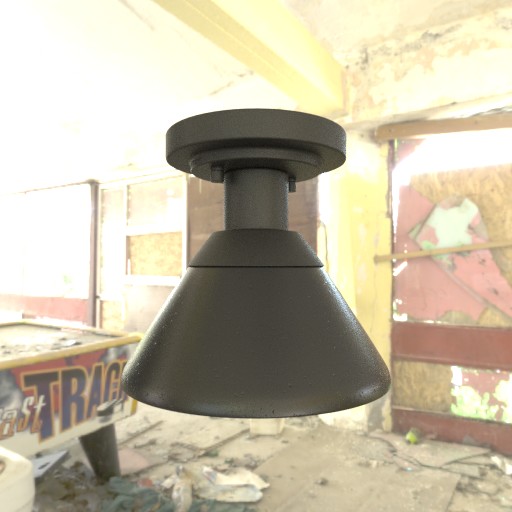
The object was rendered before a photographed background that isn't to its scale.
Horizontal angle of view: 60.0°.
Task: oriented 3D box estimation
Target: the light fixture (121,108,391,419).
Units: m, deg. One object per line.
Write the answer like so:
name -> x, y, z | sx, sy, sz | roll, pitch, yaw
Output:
light fixture -> 0.000, 0.000, 0.345 | 0.200, 0.183, 0.200 | 0, -1, 0
